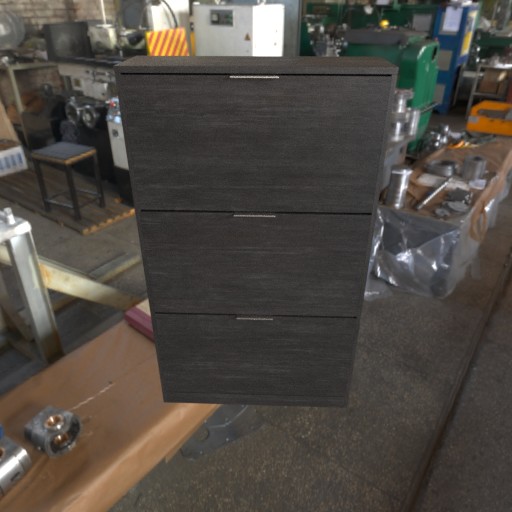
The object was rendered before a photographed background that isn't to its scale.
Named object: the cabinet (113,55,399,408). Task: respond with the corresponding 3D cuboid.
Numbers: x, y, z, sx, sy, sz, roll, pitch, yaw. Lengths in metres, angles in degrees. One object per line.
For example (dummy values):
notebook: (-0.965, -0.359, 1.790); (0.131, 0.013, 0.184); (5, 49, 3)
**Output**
cabinet: (0.000, 0.000, 1.581); (0.750, 1.280, 0.250); (1, 30, 2)
